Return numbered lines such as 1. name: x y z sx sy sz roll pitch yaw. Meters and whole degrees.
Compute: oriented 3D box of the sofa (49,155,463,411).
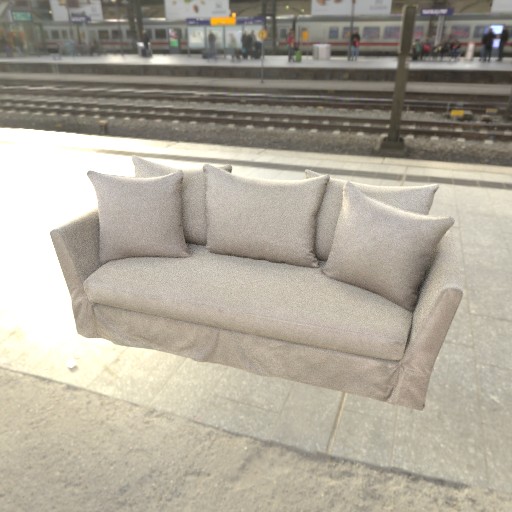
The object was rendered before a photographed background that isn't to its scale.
1. sofa: 0.000 0.000 2.825 2.290 1.034 1.031 8 27 16
